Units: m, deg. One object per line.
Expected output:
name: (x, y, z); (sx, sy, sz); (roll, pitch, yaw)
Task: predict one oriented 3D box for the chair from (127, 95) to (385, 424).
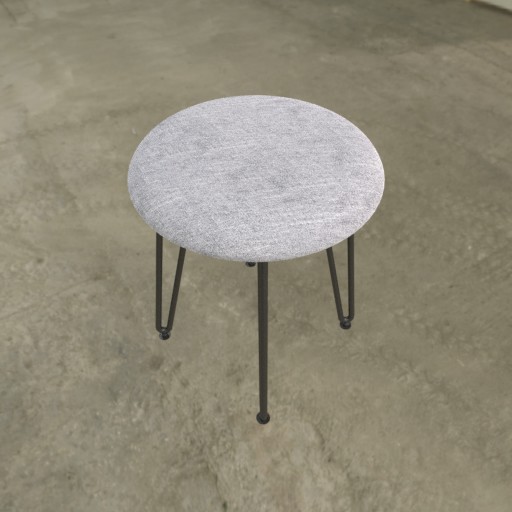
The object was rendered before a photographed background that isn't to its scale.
chair: (0.000, 0.000, 0.658); (0.350, 0.386, 0.350); (-3, 47, -3)
